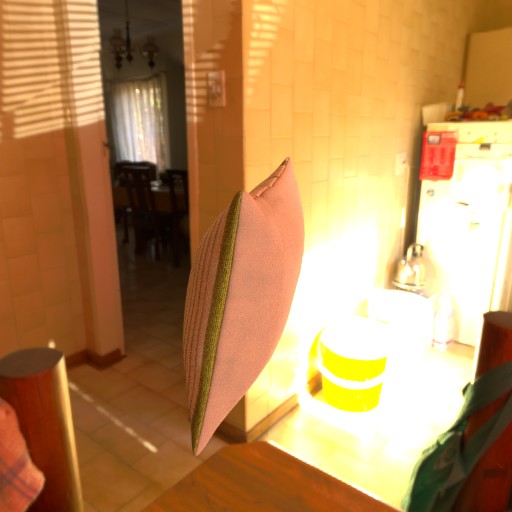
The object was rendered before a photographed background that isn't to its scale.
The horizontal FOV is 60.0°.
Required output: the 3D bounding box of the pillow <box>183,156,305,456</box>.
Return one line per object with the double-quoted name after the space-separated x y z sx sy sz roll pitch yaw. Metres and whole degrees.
0.000 0.000 0.727 0.156 0.292 0.608 2 15 8 "pillow"
